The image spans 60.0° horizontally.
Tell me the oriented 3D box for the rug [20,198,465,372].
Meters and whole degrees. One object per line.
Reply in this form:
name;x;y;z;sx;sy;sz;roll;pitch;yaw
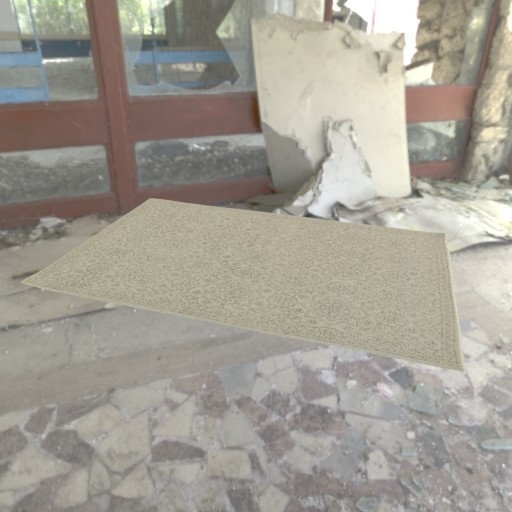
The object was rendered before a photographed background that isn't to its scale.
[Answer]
rug;0.000;0.000;2.333;1.947;0.023;1.214;8;29;16
